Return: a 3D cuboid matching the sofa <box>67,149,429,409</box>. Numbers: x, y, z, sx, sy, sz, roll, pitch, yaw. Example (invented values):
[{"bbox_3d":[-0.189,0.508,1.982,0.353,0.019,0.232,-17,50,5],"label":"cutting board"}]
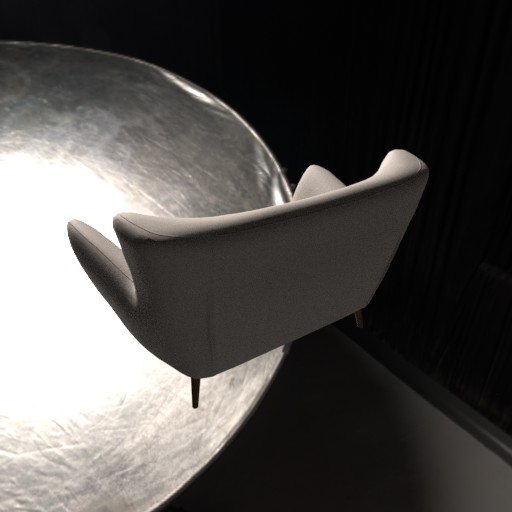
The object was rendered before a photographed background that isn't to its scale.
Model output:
[{"bbox_3d":[0.000,0.000,2.018,1.424,0.878,0.921,-18,34,-29],"label":"sofa"}]
